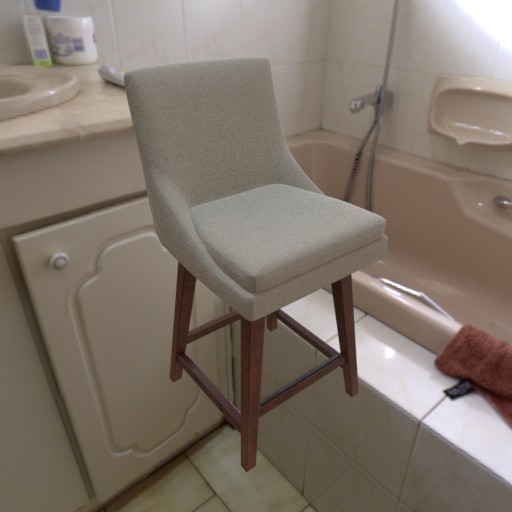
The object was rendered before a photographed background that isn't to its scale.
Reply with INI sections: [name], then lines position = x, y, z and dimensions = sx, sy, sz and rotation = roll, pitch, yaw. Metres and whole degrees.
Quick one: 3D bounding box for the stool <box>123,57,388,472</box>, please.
[stool]
position = 0.000, 0.000, 1.277
dimensions = 0.469, 0.991, 0.559
rotation = -22, 37, -32
